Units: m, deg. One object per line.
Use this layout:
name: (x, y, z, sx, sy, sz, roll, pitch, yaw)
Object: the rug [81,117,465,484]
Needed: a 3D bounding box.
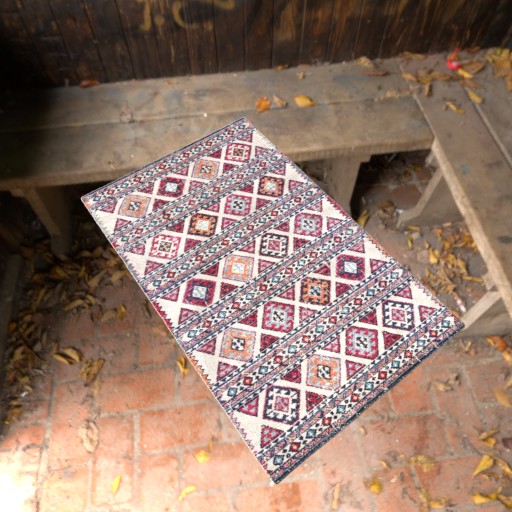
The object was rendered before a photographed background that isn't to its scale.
rug: (0.000, 0.000, 3.103, 1.545, 0.010, 2.440, -32, 63, -18)
